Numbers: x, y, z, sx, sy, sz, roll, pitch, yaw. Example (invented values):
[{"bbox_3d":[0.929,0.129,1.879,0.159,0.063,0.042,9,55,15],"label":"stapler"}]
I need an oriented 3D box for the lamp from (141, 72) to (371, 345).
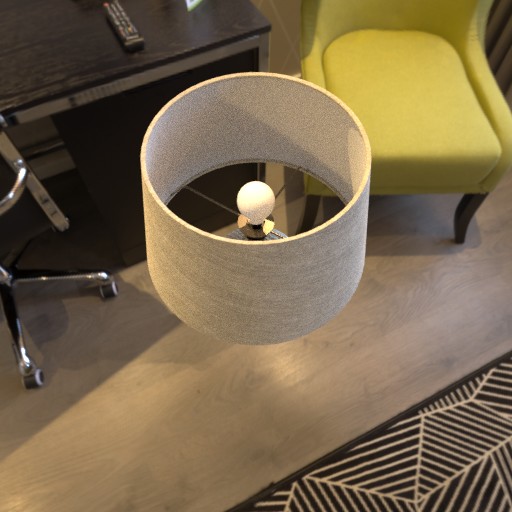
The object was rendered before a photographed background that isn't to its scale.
[{"bbox_3d":[0.000,0.000,0.845,0.390,0.580,0.390,0,60,0],"label":"lamp"}]
